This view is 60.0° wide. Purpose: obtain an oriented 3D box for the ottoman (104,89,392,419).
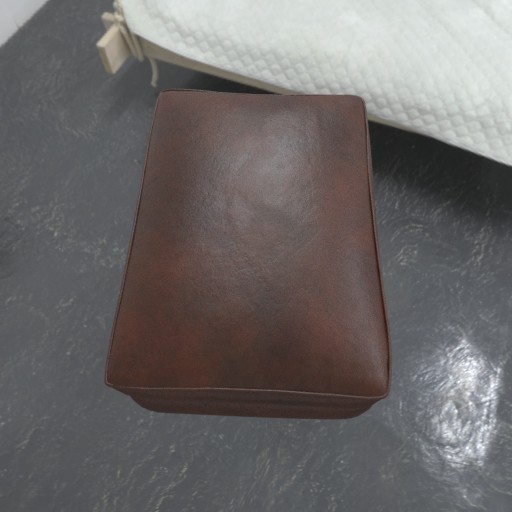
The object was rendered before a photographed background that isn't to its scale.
[{"bbox_3d":[0.000,0.000,0.982,0.501,0.432,0.665,2,63,1],"label":"ottoman"}]
